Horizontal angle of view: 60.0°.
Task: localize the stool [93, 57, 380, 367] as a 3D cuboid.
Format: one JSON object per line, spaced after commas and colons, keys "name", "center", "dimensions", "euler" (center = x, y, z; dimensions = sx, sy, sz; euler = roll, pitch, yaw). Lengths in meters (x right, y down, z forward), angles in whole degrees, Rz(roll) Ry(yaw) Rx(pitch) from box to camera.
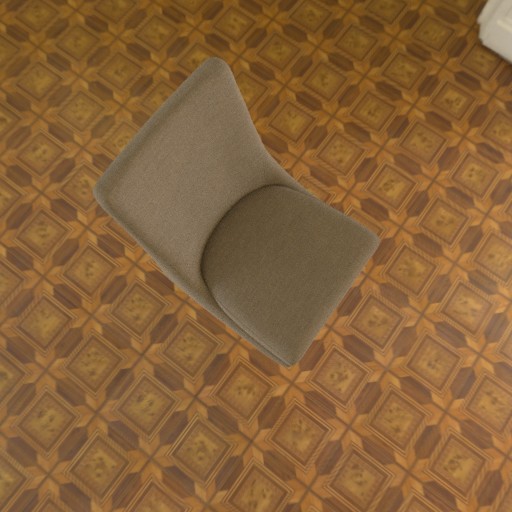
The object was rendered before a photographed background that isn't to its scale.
{"name": "stool", "center": [0.000, 0.000, 1.409], "dimensions": [0.577, 1.078, 0.470], "euler": [35, 78, 9]}
